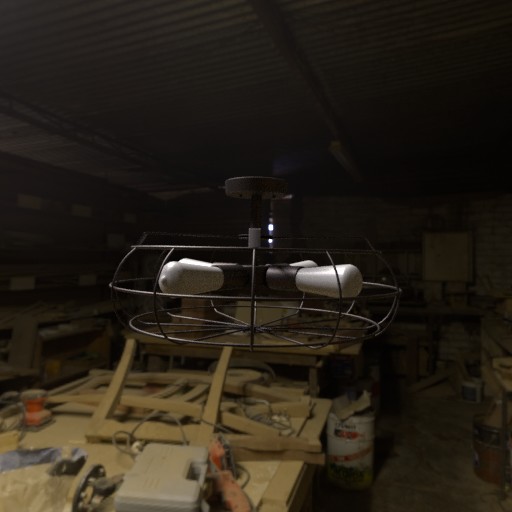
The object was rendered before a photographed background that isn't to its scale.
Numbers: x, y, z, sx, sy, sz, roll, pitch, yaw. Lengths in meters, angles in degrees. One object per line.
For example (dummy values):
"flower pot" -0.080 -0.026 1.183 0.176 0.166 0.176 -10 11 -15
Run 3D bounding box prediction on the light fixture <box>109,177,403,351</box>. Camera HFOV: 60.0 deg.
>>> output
"light fixture" 0.000 0.000 0.927 0.582 0.311 0.582 0 0 0
